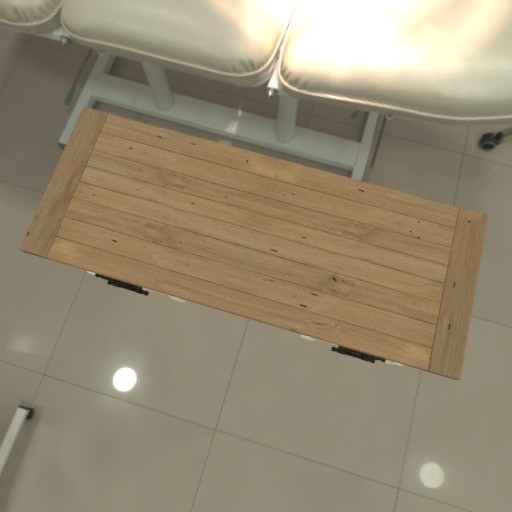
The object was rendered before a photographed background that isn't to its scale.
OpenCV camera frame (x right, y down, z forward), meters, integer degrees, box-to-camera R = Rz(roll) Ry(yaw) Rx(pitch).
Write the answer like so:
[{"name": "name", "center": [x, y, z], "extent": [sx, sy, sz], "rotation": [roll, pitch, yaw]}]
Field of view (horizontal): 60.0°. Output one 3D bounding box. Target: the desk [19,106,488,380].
[{"name": "desk", "center": [0.000, 0.000, 2.186], "extent": [1.803, 0.760, 0.688], "rotation": [16, 75, 4]}]
